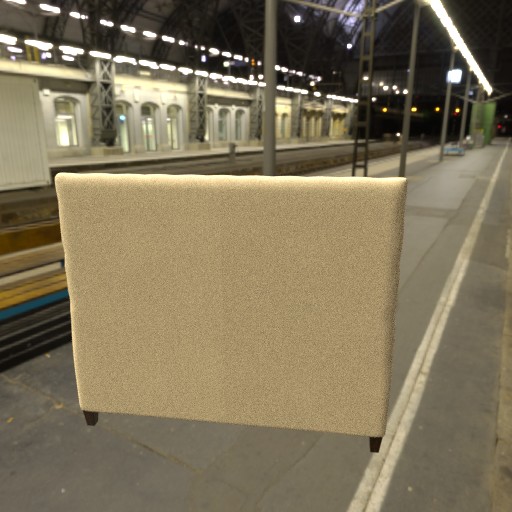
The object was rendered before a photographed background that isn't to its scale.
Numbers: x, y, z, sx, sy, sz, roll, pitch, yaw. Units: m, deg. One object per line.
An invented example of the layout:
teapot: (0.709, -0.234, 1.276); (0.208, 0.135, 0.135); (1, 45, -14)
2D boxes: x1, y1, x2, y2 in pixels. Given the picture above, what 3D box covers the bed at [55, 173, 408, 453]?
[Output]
bed: (0.000, 0.000, 3.351); (1.698, 1.427, 2.387); (2, 16, 8)
